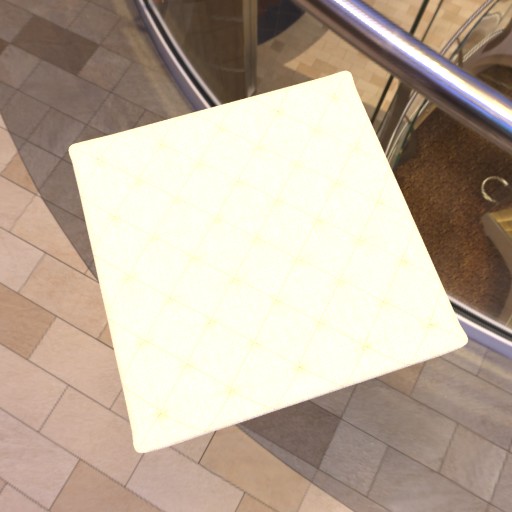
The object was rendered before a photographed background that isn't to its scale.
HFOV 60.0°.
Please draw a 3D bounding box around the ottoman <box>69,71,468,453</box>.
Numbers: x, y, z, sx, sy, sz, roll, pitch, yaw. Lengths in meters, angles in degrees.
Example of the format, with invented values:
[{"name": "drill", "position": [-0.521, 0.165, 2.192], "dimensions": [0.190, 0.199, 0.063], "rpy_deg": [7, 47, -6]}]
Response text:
[{"name": "ottoman", "position": [0.000, 0.000, 1.604], "dimensions": [1.028, 0.439, 1.028], "rpy_deg": [-17, 75, -5]}]
